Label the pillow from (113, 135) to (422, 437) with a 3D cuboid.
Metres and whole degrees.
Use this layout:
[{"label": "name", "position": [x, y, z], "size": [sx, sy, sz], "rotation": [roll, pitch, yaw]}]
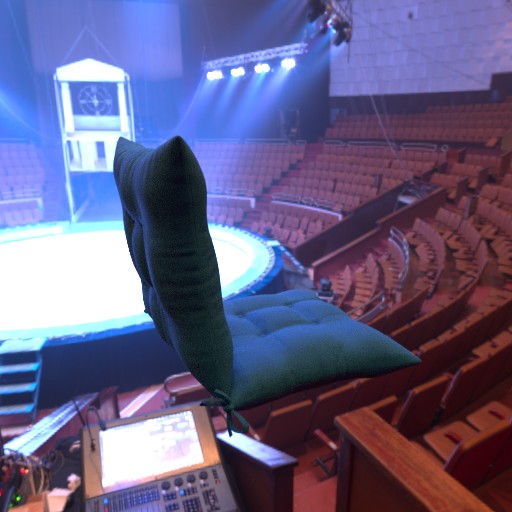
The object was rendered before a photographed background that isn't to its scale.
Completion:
[{"label": "pillow", "position": [0.000, 0.000, 1.024], "size": [0.585, 0.536, 0.541], "rotation": [-7, 16, -25]}]
